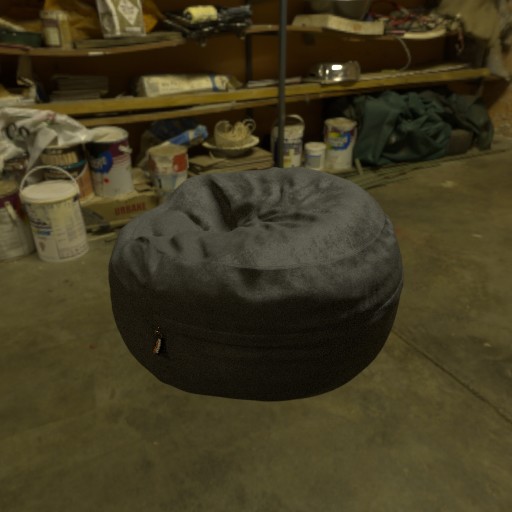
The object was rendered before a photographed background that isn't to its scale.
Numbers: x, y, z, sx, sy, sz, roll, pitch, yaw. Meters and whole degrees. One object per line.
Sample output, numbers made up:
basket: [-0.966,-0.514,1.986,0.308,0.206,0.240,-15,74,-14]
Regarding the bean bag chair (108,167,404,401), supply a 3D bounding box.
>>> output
bean bag chair: [0.000,0.000,2.383,1.525,0.751,1.525,0,28,0]
